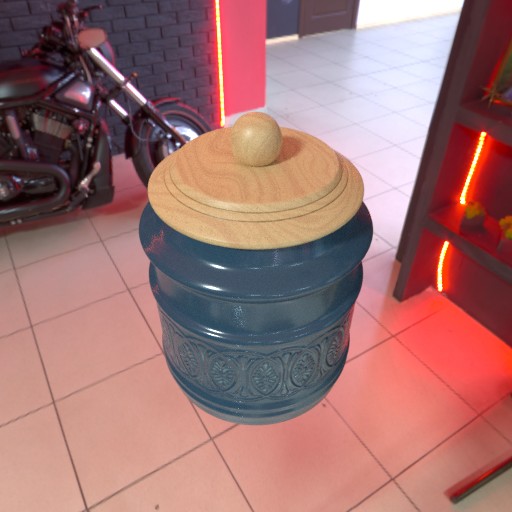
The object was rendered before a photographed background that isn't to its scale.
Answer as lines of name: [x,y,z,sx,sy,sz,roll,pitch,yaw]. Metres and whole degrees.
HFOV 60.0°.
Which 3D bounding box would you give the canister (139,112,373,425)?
canister: [0.000,0.000,0.269,0.130,0.176,0.130,0,40,0]
